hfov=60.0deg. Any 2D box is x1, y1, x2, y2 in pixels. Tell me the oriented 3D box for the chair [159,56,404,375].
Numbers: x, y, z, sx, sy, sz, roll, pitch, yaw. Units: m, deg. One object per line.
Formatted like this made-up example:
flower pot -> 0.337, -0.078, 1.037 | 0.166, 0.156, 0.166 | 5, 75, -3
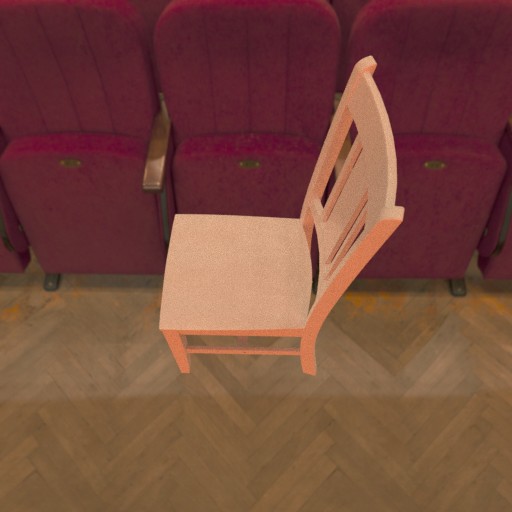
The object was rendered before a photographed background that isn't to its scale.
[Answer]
chair -> 0.000, 0.000, 1.297 | 0.555, 0.998, 0.450 | 1, 59, 1
